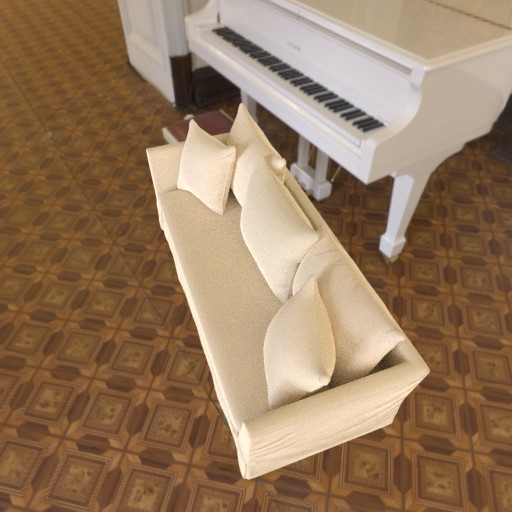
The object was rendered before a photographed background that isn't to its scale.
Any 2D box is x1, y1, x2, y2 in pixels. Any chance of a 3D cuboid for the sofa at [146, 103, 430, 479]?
[{"bbox_3d":[0.000,0.000,3.063,1.030,1.042,2.484,-15,48,-14],"label":"sofa"}]
